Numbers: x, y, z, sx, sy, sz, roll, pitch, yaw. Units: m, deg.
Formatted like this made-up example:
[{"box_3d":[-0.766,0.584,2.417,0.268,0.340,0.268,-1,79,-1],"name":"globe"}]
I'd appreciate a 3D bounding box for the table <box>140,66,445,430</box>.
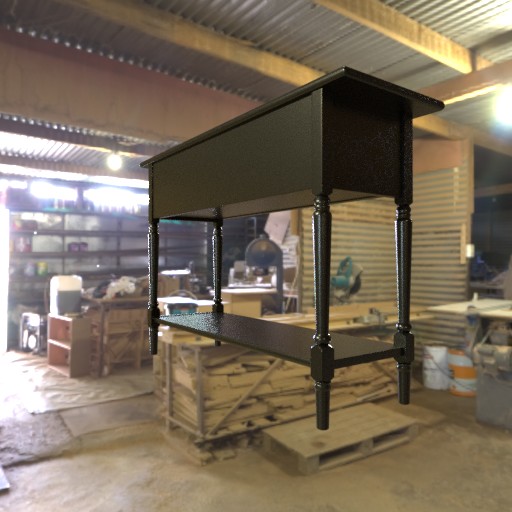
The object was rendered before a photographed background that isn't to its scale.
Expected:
[{"box_3d":[0.000,0.000,1.547,0.386,0.819,1.191,0,-1,-36],"name":"table"}]
